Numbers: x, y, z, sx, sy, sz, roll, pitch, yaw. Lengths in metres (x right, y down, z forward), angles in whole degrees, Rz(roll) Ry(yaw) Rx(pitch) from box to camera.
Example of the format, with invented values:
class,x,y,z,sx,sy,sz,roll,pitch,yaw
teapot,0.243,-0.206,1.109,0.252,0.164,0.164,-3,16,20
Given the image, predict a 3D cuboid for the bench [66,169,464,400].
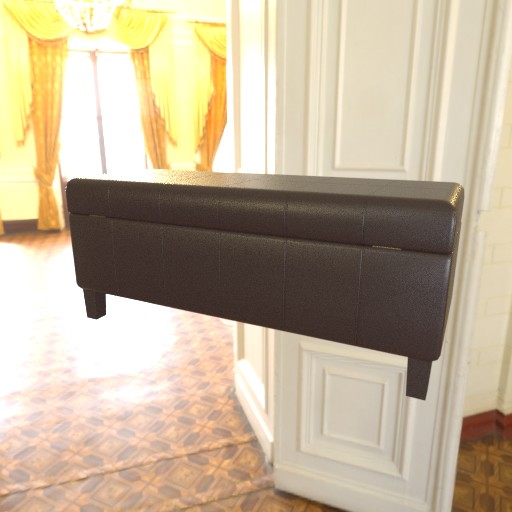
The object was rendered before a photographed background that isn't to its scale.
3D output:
class,x,y,z,sx,sy,sz,roll,pitch,yaw
bench,0.000,0.000,1.339,1.092,0.457,0.429,8,17,25
